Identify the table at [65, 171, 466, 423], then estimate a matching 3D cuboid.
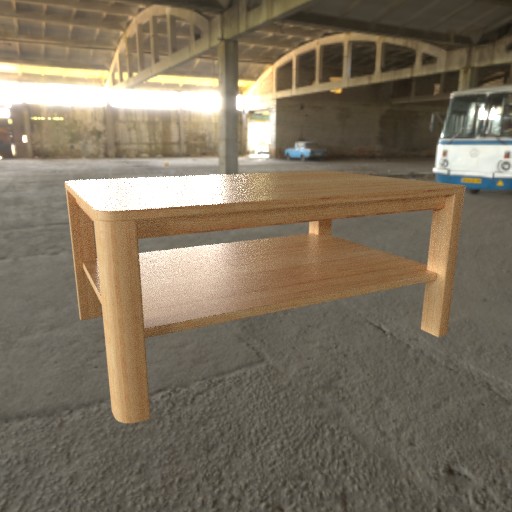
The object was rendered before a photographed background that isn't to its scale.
[{"bbox_3d":[0.000,0.000,1.367,0.997,0.445,0.696,-8,17,-26],"label":"table"}]
